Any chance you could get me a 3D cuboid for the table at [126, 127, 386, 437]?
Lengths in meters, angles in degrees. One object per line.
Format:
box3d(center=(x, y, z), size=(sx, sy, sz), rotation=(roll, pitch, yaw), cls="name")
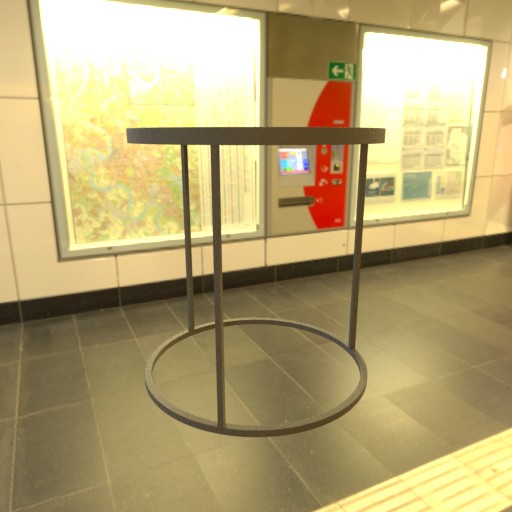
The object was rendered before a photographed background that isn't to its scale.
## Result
box3d(center=(0.000, 0.000, 0.899), size=(0.470, 0.498, 0.470), rotation=(0, 15, 0), cls="table")
